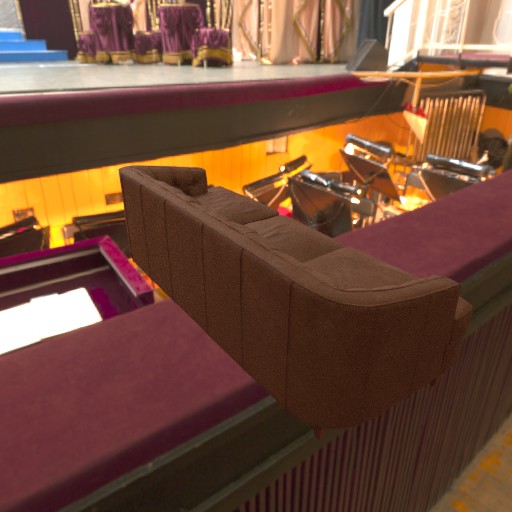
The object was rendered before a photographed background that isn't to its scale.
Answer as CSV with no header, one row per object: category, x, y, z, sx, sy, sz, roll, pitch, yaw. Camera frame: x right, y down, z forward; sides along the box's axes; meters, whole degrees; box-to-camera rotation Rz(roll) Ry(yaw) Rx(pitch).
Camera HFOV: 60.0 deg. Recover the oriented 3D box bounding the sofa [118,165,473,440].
sofa,0.000,0.000,2.597,0.927,0.787,2.227,-18,32,-31
